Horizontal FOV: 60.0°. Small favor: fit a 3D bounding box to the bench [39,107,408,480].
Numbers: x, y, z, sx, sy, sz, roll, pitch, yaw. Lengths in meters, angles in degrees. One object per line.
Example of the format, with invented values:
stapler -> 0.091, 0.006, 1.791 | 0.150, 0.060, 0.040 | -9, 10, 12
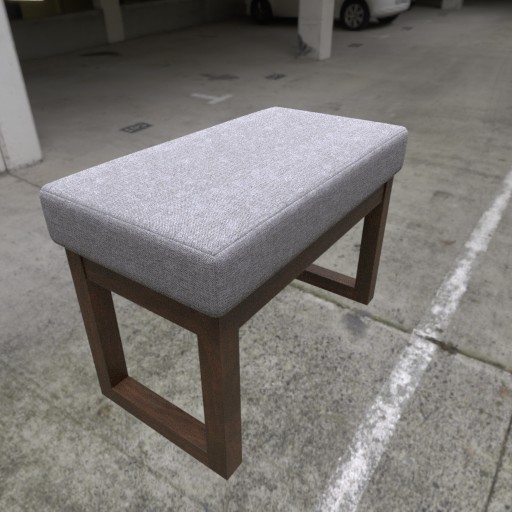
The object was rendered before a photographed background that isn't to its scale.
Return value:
bench -> 0.000, 0.000, 0.945 | 0.366, 0.467, 0.681 | 20, 36, 30
